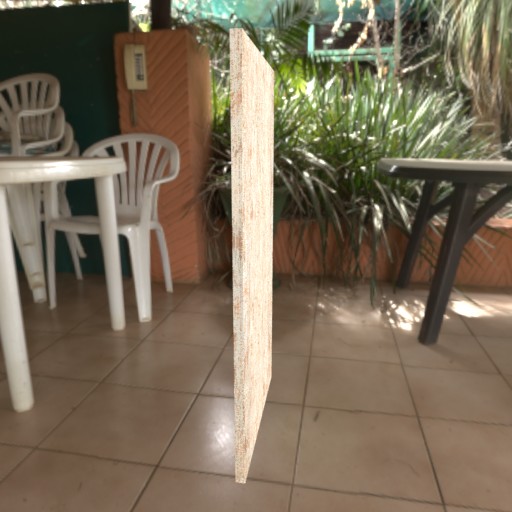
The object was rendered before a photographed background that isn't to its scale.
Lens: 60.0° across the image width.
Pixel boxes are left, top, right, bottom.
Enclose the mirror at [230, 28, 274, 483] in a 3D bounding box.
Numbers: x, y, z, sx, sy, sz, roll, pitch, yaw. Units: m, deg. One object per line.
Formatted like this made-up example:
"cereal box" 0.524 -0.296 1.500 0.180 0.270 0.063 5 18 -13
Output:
"mirror" 0.000 0.000 1.098 0.027 0.922 0.472 2 14 9
